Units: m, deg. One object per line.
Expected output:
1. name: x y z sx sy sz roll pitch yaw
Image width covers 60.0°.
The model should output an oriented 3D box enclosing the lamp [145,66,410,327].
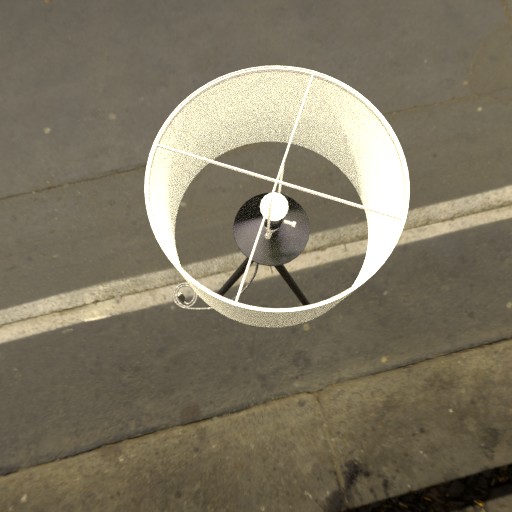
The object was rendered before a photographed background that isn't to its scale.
1. lamp: 0.000 0.000 0.914 0.422 0.674 0.353 -35 78 -8
